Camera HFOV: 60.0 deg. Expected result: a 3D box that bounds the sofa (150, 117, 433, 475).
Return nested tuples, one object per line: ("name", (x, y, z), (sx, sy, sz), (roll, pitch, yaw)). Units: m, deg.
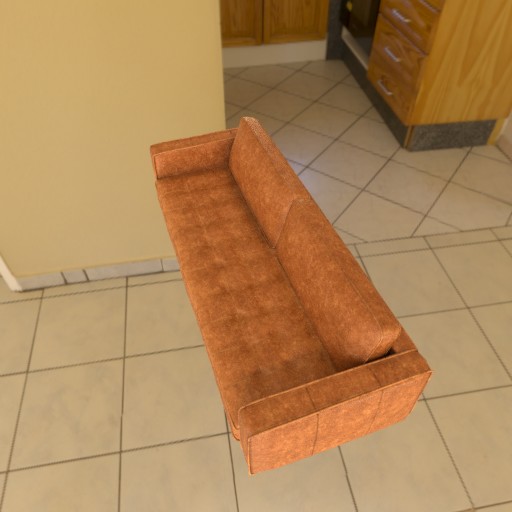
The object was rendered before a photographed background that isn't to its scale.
("sofa", (0.000, 0.000, 2.640), (0.886, 0.779, 2.199), (-14, 48, -13))
